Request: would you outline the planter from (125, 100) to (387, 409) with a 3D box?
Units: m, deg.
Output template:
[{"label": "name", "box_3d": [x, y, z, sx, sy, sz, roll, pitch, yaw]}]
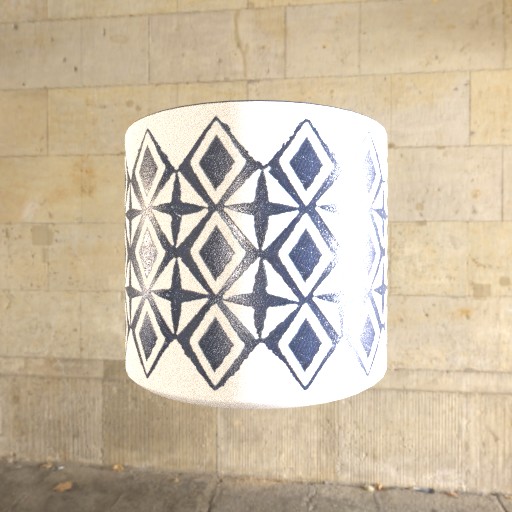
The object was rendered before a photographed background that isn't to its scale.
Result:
[{"label": "planter", "box_3d": [0.000, 0.000, 0.280, 0.159, 0.144, 0.159, 0, 1, 0]}]
